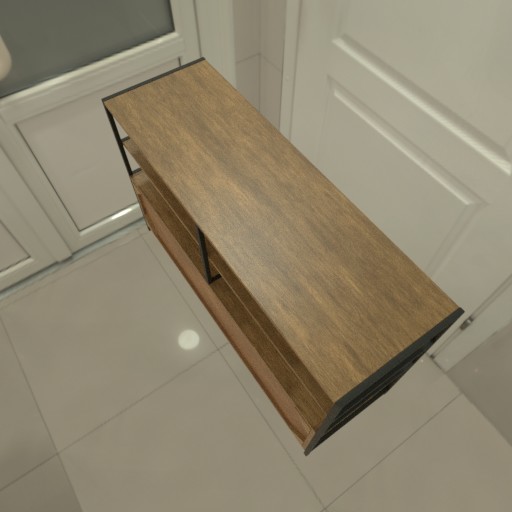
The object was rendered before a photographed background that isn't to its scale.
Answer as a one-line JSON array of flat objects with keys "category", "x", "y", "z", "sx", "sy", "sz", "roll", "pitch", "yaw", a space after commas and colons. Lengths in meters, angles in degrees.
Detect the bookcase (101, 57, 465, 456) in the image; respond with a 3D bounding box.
[{"category": "bookcase", "x": 0.000, "y": 0.000, "z": 1.507, "sx": 0.391, "sy": 0.712, "sz": 1.149, "roll": -31, "pitch": 63, "yaw": -17}]
